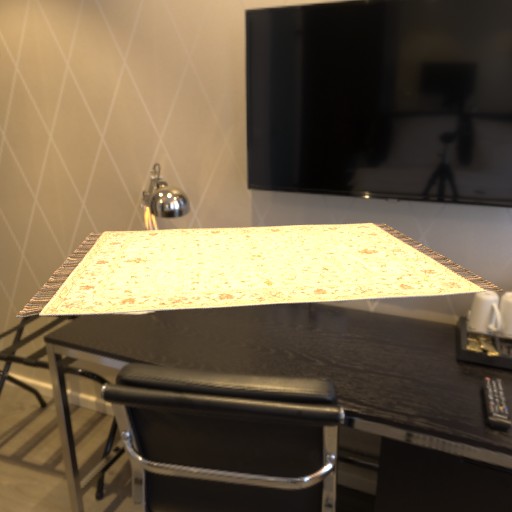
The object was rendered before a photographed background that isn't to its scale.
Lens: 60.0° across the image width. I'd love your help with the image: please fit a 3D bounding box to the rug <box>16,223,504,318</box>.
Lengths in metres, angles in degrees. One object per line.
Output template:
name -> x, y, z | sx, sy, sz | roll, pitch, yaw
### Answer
rug -> 0.000, 0.000, 2.234 | 1.861, 0.017, 1.218 | -2, 17, -7
